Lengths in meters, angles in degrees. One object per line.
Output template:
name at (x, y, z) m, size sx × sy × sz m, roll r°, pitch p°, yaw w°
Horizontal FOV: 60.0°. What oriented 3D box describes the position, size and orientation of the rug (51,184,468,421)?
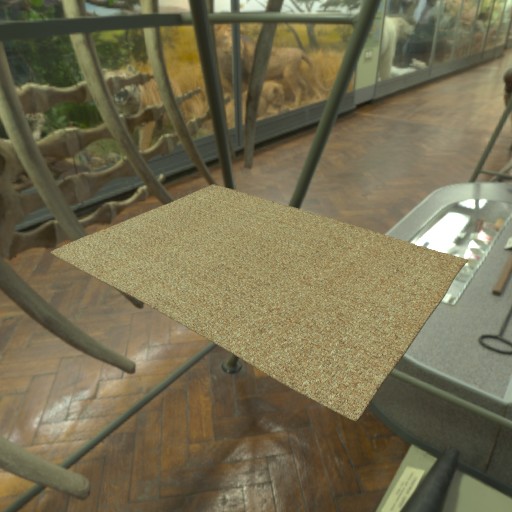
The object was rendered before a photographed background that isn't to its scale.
rug at (0.000, 0.000, 2.759) m, size 2.141 × 0.013 × 1.566 m, roll 21°, pitch 35°, yaw 32°
